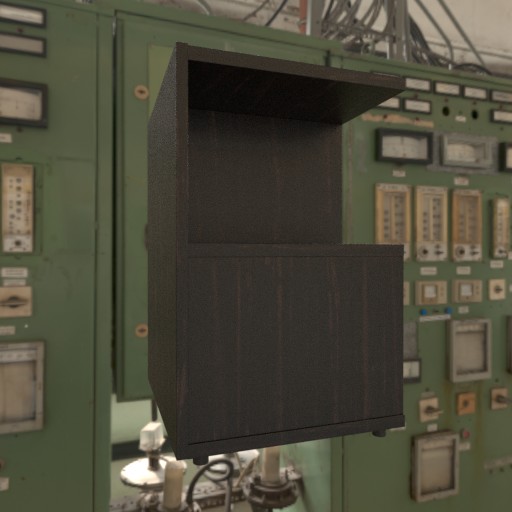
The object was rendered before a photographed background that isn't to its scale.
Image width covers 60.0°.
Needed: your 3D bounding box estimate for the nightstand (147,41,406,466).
[{"bbox_3d":[0.000,0.000,0.822,0.356,0.559,0.400,0,0,-19],"label":"nightstand"}]
